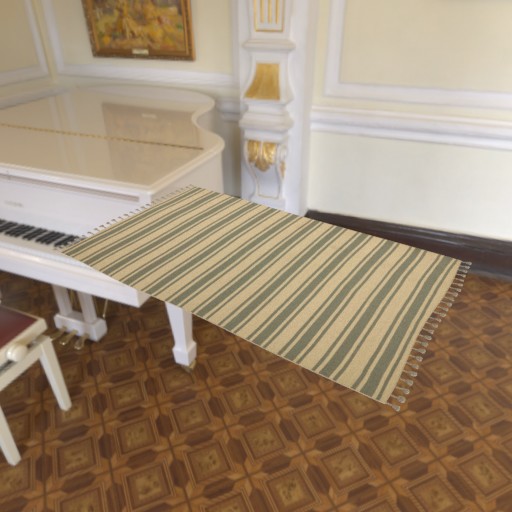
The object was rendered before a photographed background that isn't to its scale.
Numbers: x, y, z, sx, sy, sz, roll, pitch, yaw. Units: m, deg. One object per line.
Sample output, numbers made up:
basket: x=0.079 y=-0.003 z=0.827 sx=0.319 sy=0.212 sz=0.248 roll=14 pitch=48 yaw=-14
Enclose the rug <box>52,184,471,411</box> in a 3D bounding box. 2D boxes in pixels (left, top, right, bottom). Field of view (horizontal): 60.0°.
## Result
rug: x=0.000 y=0.000 z=2.517 sx=2.084 sy=0.009 sz=1.222 roll=19 pitch=36 yaw=29
